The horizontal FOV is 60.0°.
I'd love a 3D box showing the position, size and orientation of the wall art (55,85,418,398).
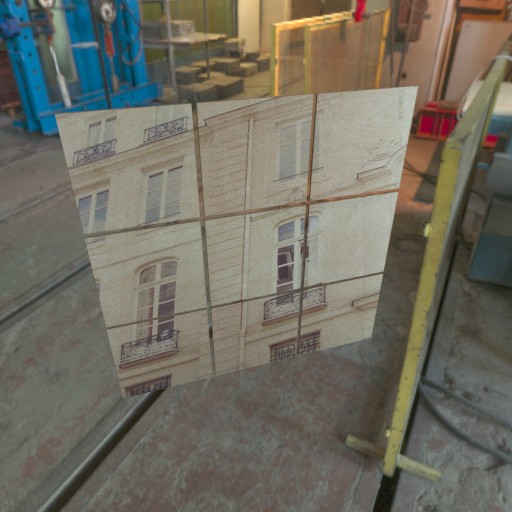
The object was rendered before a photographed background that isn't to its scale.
[{"bbox_3d":[0.000,0.000,2.207,1.526,1.522,0.023,-10,34,-15],"label":"wall art"}]
